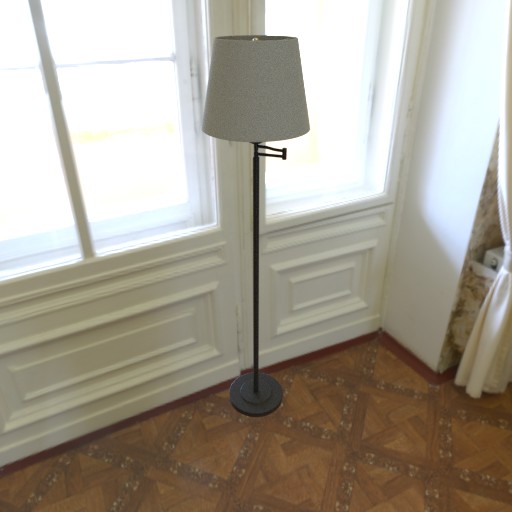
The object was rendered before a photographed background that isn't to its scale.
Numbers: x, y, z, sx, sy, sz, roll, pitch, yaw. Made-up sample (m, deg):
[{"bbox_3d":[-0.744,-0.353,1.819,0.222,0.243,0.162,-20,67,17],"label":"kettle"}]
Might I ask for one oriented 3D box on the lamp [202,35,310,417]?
[{"bbox_3d":[0.000,0.000,1.663,0.348,1.473,0.348,9,31,16],"label":"lamp"}]
